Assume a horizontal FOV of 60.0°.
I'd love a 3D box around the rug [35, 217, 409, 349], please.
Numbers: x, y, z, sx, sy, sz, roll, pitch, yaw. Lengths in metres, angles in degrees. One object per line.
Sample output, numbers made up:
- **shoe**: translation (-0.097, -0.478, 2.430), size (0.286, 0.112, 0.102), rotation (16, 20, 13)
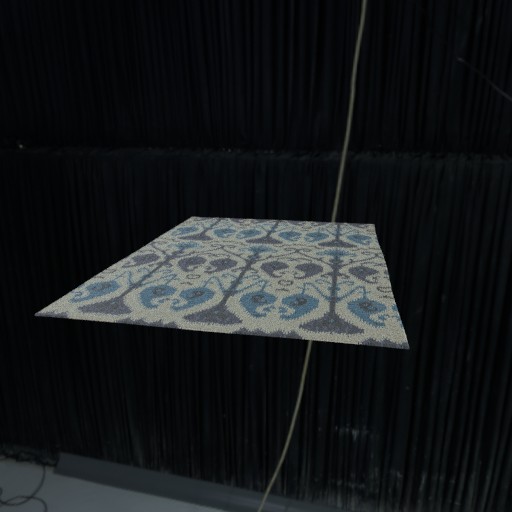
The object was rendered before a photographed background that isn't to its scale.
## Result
- **rug**: translation (0.000, 0.000, 2.969), size (1.676, 0.013, 2.261), rotation (3, 17, 11)
